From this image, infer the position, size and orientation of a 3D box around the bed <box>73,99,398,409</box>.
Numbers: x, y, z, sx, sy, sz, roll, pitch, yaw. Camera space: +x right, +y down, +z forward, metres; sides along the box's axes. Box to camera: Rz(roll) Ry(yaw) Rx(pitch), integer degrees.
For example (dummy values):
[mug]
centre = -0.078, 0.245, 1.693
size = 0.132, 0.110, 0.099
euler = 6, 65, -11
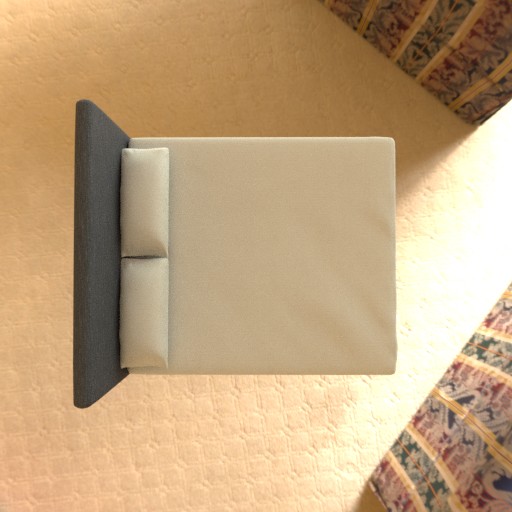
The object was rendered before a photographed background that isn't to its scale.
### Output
[bed]
centre = 0.000, 0.000, 3.214
size = 2.142, 1.330, 1.884
euler = 0, 89, 0
